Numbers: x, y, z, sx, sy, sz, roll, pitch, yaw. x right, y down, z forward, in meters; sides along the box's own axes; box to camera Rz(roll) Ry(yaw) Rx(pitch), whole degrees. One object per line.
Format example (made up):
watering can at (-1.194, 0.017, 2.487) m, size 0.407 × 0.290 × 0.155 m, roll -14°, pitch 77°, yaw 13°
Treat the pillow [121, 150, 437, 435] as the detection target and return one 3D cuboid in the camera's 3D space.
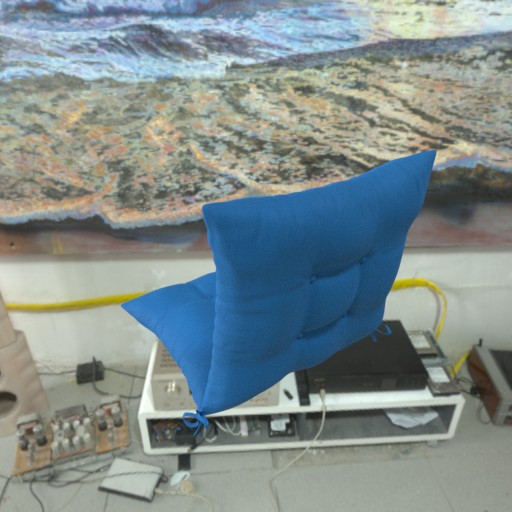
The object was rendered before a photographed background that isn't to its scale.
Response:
pillow at (0.000, 0.000, 1.022) m, size 0.541 × 0.536 × 0.585 m, roll -18°, pitch 34°, yaw -29°
